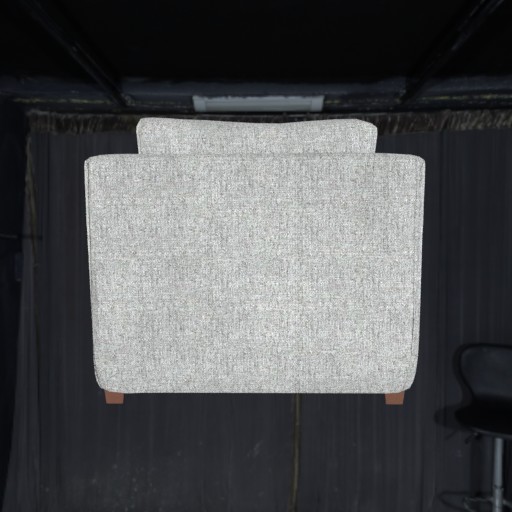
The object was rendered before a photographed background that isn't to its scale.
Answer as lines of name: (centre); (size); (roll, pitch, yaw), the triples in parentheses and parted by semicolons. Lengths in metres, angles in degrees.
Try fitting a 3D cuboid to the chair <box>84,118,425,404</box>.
chair: (0.000, 0.000, 1.947); (1.138, 1.037, 1.009); (0, 0, 0)
